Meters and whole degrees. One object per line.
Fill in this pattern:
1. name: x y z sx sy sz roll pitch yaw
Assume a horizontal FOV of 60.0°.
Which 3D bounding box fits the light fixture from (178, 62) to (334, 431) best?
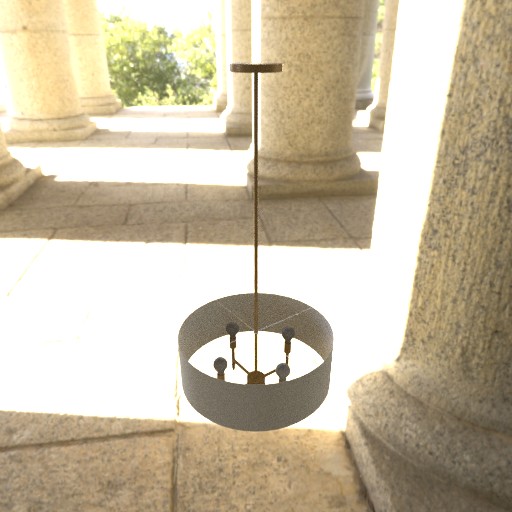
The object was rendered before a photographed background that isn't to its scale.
1. light fixture: 0.000 0.000 1.338 0.508 1.067 0.508 0 25 0
